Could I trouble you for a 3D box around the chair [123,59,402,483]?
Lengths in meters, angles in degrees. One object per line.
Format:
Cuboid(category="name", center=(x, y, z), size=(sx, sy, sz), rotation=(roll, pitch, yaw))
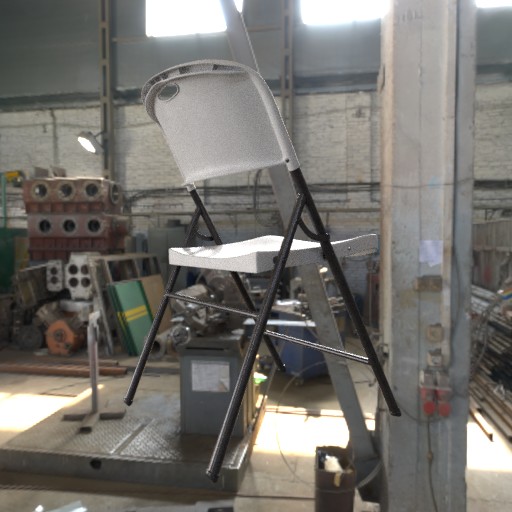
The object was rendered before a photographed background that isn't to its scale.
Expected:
Cuboid(category="chair", center=(0.000, 0.000, 1.148), size=(0.566, 0.810, 0.494), rotation=(-1, 2, -35))
